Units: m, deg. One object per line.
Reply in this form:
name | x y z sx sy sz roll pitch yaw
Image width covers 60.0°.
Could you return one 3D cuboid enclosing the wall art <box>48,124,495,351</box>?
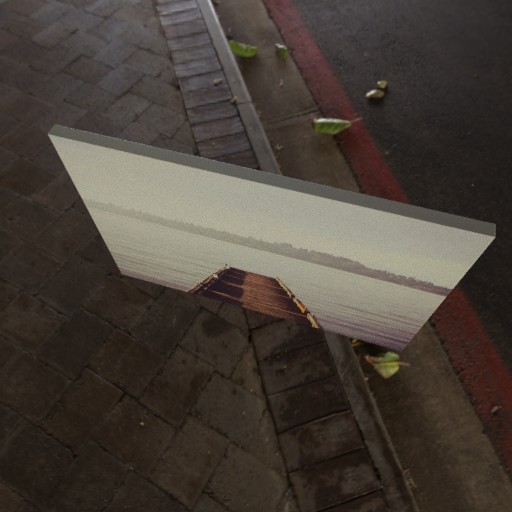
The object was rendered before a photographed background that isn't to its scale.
wall art | 0.000 0.000 0.765 0.615 0.410 0.021 14 60 9
